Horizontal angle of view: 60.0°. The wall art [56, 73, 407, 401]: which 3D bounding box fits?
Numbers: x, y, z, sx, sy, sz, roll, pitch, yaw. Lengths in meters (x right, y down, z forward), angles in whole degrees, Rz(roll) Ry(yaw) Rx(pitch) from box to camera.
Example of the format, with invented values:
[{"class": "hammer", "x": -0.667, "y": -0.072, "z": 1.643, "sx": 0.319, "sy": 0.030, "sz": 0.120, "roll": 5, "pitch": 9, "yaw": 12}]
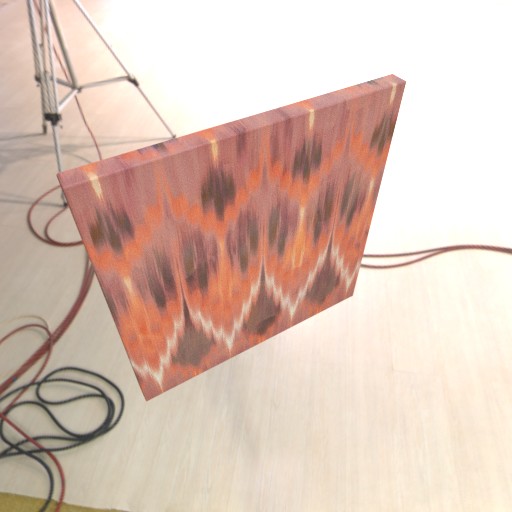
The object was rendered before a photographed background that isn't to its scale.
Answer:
[{"class": "wall art", "x": 0.000, "y": 0.000, "z": 0.910, "sx": 0.603, "sy": 0.609, "sz": 0.037, "roll": -23, "pitch": 51, "yaw": -21}]
